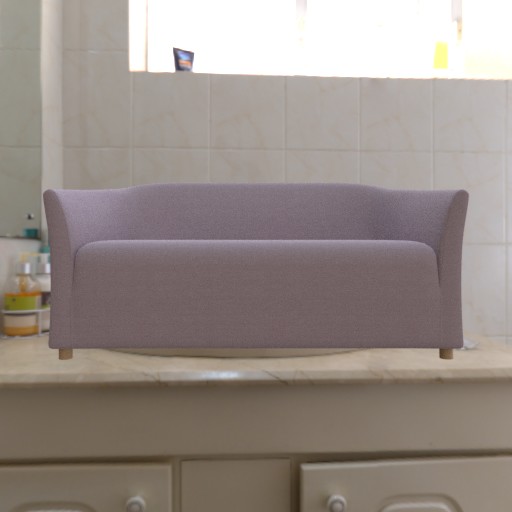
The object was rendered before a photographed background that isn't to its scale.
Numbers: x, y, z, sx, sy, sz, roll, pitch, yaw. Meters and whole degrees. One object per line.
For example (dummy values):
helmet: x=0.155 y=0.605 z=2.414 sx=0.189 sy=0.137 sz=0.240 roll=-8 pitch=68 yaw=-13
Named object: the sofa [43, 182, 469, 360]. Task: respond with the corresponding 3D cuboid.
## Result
sofa: x=0.000 y=0.000 z=1.842 sx=1.452 sy=0.721 sz=0.705 roll=0 pitch=-1 yaw=0
